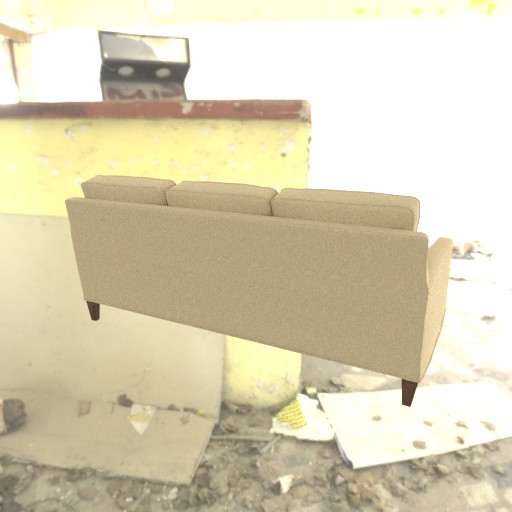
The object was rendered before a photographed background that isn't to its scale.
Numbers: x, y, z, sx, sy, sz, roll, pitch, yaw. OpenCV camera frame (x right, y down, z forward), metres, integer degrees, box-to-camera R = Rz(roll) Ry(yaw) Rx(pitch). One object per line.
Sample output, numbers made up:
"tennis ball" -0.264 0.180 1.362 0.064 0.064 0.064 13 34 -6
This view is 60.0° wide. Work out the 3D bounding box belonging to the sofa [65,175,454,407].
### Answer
"sofa" 0.000 0.000 2.831 2.246 1.003 1.084 8 18 27
